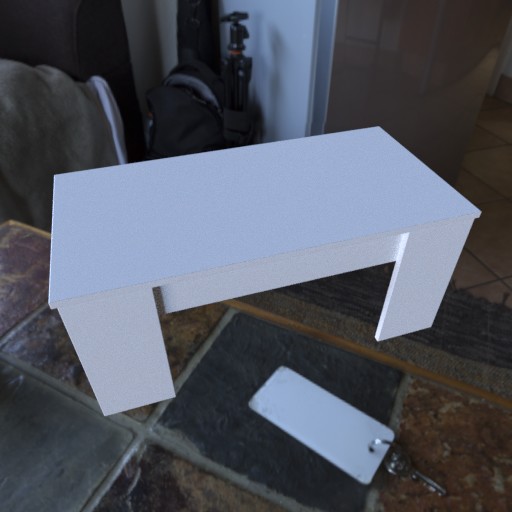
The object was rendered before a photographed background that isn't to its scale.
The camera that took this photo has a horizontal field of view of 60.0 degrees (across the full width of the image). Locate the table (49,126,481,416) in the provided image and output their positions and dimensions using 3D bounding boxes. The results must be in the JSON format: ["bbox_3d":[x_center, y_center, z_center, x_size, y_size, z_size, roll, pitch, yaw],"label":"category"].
[{"bbox_3d":[0.000,0.000,1.293,1.000,0.440,0.500,-12,43,-13],"label":"table"}]
